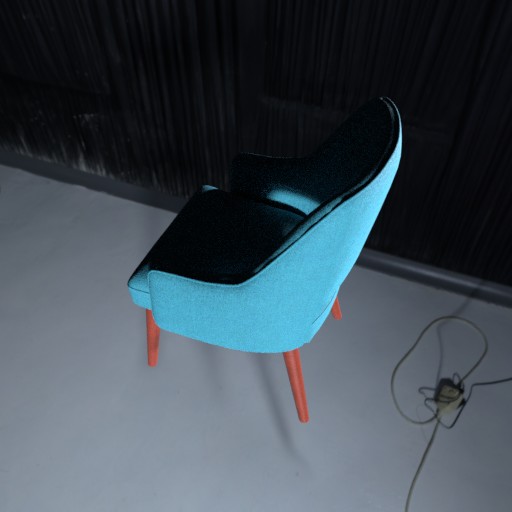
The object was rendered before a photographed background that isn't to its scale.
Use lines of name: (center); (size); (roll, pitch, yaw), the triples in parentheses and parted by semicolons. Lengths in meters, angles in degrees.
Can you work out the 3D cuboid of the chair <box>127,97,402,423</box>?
chair: (0.000, 0.000, 1.226); (0.605, 0.849, 0.548); (16, 49, 15)
